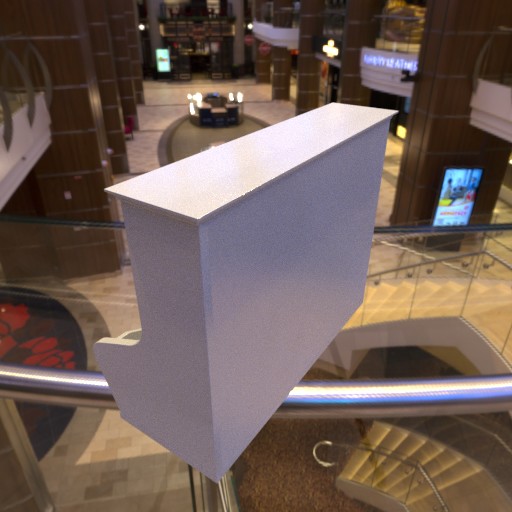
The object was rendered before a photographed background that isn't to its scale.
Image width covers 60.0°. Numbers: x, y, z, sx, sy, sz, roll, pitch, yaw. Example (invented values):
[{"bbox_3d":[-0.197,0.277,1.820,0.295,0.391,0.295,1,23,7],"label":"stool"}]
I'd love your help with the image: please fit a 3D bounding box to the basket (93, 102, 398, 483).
[{"bbox_3d":[0.000,0.000,1.093,0.350,0.600,0.780,19,35,29],"label":"basket"}]
